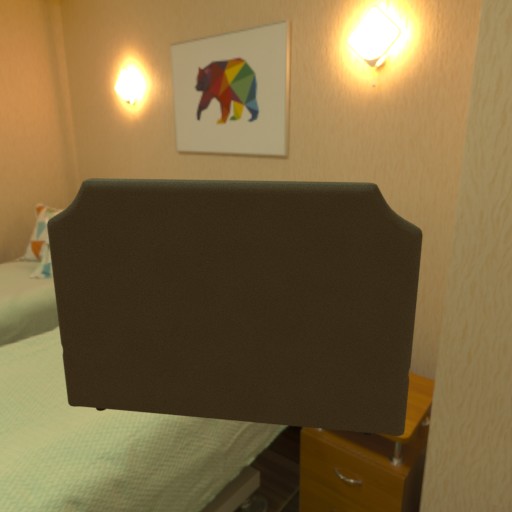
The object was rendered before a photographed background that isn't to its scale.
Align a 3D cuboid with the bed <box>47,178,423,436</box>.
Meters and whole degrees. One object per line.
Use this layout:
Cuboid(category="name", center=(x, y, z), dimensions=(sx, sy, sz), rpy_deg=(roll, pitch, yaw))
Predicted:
Cuboid(category="bed", center=(0.000, 0.000, 3.222), dimensions=(1.831, 1.297, 2.181), rpy_deg=(2, 16, 8))
